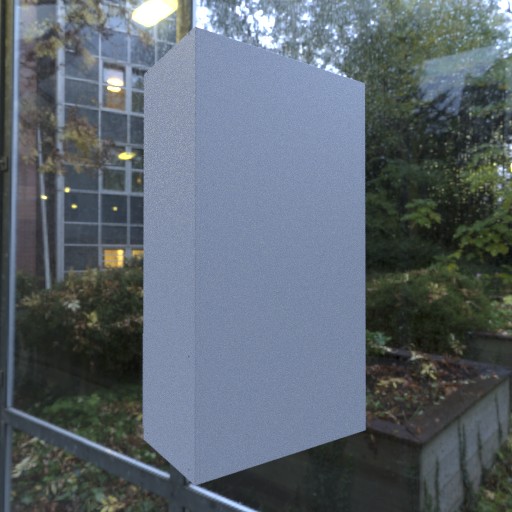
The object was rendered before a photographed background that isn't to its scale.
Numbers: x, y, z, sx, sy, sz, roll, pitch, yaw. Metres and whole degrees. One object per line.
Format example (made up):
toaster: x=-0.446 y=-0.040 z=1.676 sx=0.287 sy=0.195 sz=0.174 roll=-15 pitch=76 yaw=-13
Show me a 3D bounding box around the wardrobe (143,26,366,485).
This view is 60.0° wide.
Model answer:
wardrobe: x=0.000 y=0.000 z=2.264 sx=0.991 sy=1.808 sz=0.577 roll=0 pitch=-1 yaw=-35
